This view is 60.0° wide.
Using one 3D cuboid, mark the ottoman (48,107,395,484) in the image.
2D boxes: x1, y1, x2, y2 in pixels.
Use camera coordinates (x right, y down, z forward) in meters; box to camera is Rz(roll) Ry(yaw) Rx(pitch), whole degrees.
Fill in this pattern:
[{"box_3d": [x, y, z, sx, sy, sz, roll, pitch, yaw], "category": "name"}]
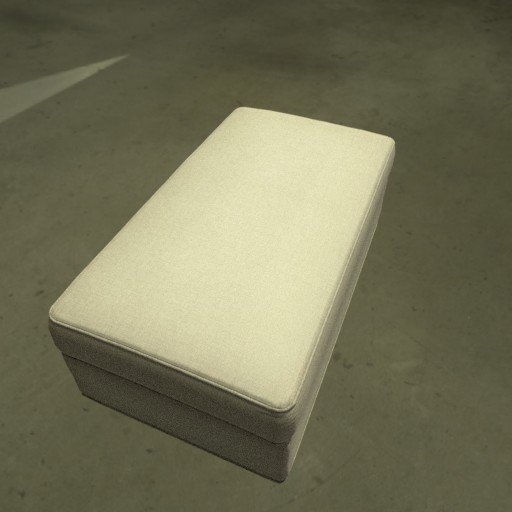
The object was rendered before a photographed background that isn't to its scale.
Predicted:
[{"box_3d": [0.000, 0.000, 1.392, 0.617, 0.461, 1.097, 17, 48, 16], "category": "ottoman"}]
